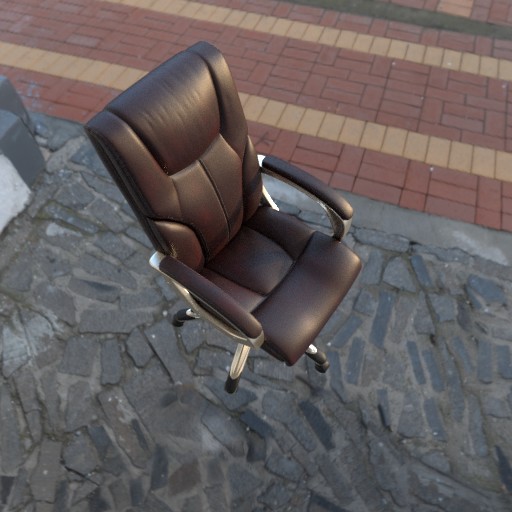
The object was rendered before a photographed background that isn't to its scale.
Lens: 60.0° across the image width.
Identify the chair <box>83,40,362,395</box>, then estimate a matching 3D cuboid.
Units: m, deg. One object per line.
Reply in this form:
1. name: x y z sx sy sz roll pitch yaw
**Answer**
1. chair: 0.000 0.000 1.507 0.739 1.107 0.662 32 63 18
